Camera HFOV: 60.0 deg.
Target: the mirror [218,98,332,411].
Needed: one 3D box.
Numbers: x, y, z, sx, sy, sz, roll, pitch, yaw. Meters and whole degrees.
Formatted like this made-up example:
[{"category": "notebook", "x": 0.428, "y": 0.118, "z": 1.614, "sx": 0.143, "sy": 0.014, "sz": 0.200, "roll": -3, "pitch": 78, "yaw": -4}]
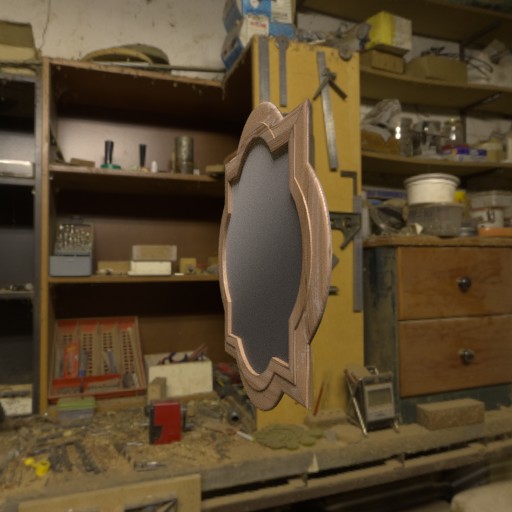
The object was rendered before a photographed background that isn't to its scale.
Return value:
[{"category": "mirror", "x": 0.000, "y": 0.000, "z": 1.037, "sx": 0.019, "sy": 0.686, "sz": 0.686, "roll": 0, "pitch": -1, "yaw": -19}]
